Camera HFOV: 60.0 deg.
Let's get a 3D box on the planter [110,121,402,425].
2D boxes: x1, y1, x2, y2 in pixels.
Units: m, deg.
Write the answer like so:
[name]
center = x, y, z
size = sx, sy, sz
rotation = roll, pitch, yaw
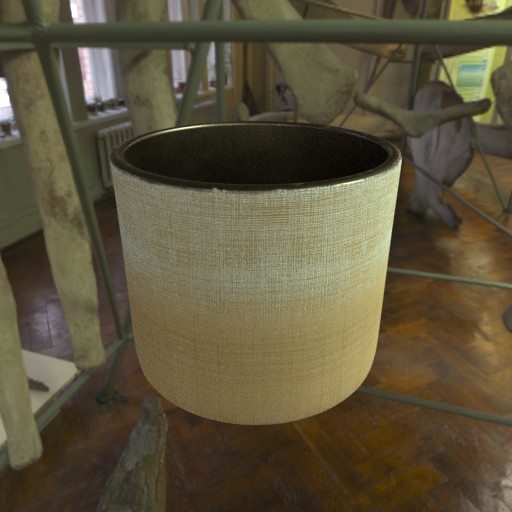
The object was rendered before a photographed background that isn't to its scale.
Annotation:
[planter]
center = 0.000, 0.000, 0.442
size = 0.254, 0.221, 0.254
rotation = 0, 27, 0
